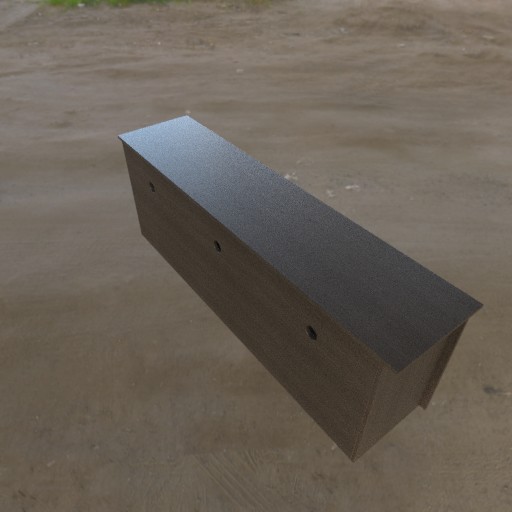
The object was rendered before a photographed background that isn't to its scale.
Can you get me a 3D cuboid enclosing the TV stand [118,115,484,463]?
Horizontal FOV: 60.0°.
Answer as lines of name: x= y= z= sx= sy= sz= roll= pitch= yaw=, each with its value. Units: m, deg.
TV stand: x=0.000 y=0.000 z=2.005 sx=0.406 sy=0.610 sz=1.778 roll=-27 pitch=47 yaw=-27
